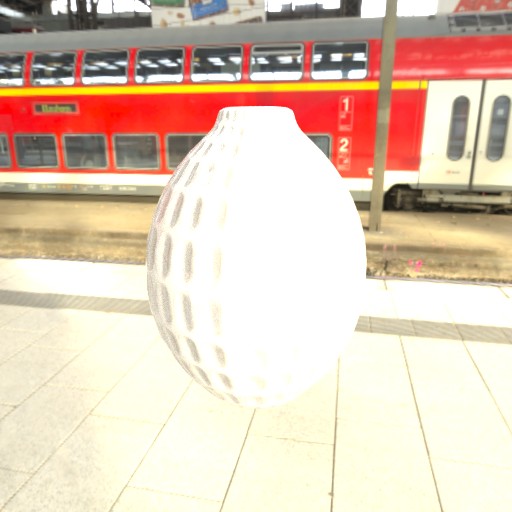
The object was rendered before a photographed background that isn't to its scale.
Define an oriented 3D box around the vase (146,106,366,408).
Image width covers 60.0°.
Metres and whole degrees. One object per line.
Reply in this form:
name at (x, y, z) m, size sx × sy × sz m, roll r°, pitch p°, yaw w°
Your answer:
vase at (0.000, 0.000, 0.263) m, size 0.128 × 0.167 × 0.128 m, roll 0°, pitch 16°, yaw 0°
